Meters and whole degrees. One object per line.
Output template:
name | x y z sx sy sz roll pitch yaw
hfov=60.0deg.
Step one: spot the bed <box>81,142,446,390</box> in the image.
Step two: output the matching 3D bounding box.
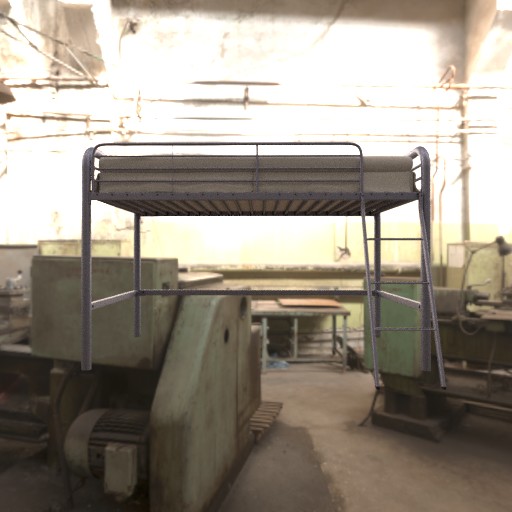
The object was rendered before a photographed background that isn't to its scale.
bed | 0.000 0.000 2.848 1.965 1.288 1.415 0 0 1
